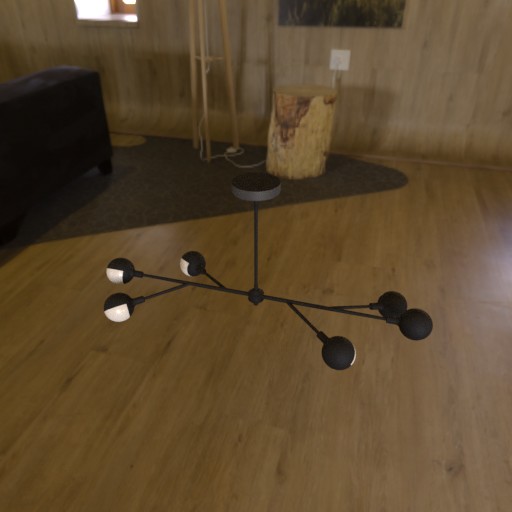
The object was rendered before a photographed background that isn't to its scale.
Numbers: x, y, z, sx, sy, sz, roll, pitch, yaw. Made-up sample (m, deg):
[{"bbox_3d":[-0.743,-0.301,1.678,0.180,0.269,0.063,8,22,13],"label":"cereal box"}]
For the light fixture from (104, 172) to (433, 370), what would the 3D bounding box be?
[{"bbox_3d":[0.000,0.000,1.007,0.778,0.362,0.434,19,37,27],"label":"light fixture"}]
